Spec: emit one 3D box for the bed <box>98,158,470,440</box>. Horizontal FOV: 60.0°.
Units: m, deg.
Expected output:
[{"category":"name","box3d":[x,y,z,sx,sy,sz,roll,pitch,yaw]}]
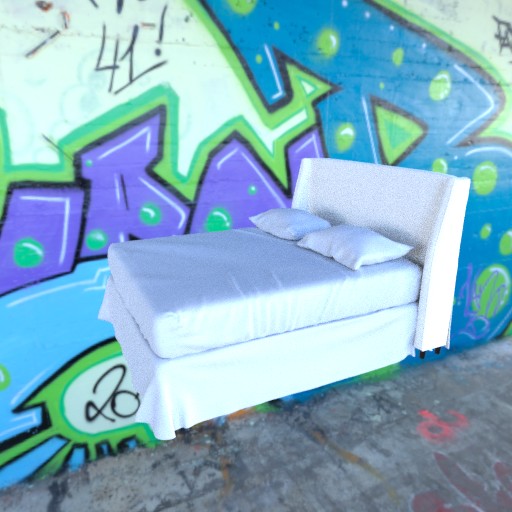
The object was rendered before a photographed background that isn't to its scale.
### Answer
[{"category":"bed","box3d":[0.000,0.000,3.460,2.276,1.332,1.925,-8,19,-25]}]
